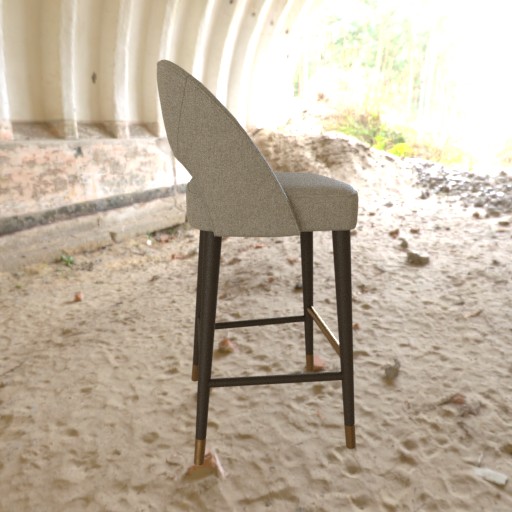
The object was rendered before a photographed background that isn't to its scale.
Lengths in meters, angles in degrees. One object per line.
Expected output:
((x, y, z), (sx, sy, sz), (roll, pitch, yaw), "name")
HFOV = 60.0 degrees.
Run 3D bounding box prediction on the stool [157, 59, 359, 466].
((0.000, 0.000, 1.296), (0.509, 1.037, 0.494), (-2, 16, -9), "stool")
